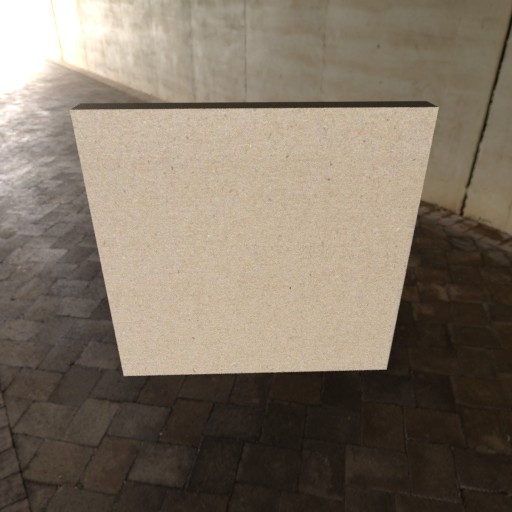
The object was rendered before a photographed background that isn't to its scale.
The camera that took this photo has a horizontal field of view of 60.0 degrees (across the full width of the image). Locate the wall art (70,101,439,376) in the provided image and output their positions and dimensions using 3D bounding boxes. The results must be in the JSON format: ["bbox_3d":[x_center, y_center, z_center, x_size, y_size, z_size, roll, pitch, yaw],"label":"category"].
[{"bbox_3d":[0.000,0.000,0.485,0.327,0.318,0.029,-1,30,-2],"label":"wall art"}]
